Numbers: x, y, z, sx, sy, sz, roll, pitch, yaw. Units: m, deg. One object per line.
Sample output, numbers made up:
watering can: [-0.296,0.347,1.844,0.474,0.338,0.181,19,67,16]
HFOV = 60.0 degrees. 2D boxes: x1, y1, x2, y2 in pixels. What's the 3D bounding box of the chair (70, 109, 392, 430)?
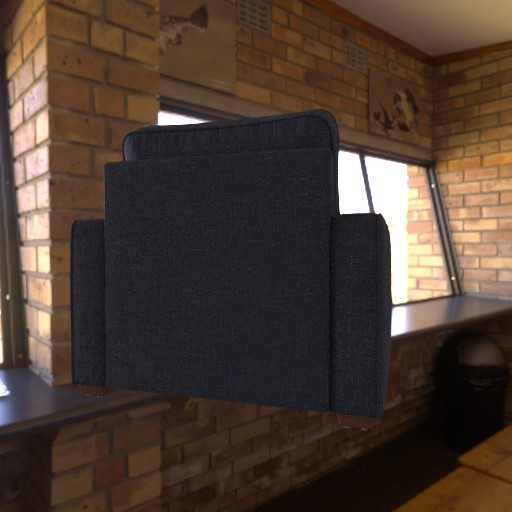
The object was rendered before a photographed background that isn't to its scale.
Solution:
chair: [0.000,0.000,1.738,1.017,0.919,0.940,0,1,18]
